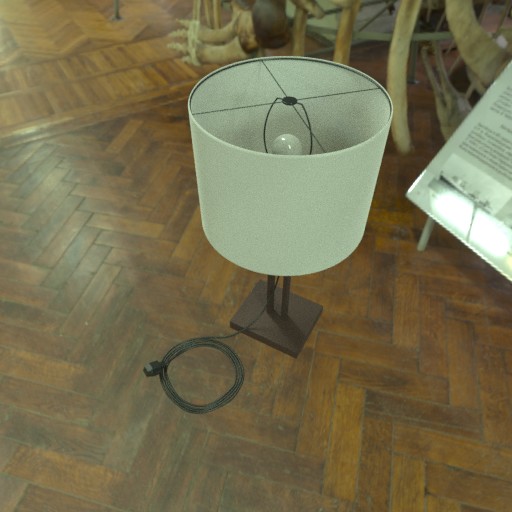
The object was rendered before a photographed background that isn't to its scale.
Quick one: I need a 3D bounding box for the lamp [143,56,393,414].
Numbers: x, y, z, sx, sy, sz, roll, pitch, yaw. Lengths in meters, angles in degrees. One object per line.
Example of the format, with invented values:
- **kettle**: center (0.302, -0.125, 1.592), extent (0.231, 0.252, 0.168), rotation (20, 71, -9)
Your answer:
- **lamp**: center (0.000, 0.000, 0.975), extent (0.396, 0.668, 0.525), rotation (22, 50, 19)
